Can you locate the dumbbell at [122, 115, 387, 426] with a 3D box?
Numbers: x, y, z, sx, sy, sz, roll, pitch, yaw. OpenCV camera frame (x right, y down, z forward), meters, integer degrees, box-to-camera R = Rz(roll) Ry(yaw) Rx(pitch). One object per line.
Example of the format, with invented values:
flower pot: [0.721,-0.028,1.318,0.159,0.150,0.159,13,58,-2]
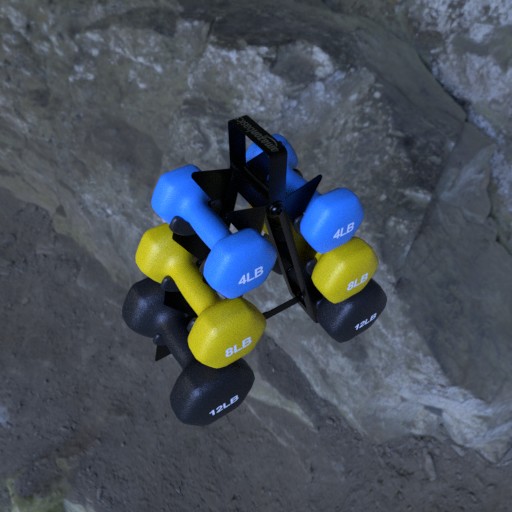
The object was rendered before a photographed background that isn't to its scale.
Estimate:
dumbbell: [0.000,0.000,0.678,0.409,0.426,0.255,-25,52,-21]
